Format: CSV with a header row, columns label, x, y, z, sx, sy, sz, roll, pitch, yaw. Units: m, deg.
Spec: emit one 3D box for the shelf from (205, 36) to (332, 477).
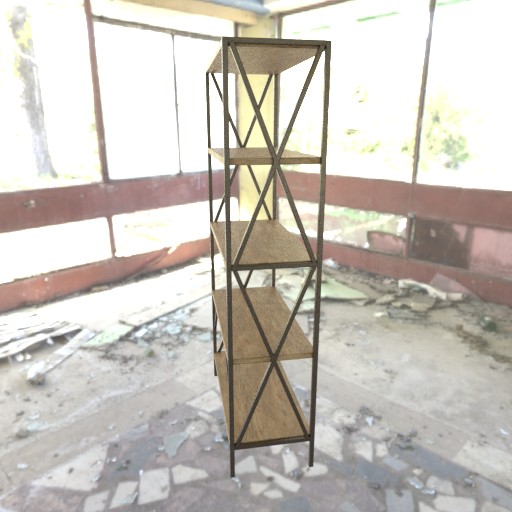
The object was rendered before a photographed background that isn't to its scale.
label,x,y,z,sx,sy,sz,roll,pitch,yaw
shelf,0.000,0.000,2.183,0.386,1.803,0.874,-3,17,-10
